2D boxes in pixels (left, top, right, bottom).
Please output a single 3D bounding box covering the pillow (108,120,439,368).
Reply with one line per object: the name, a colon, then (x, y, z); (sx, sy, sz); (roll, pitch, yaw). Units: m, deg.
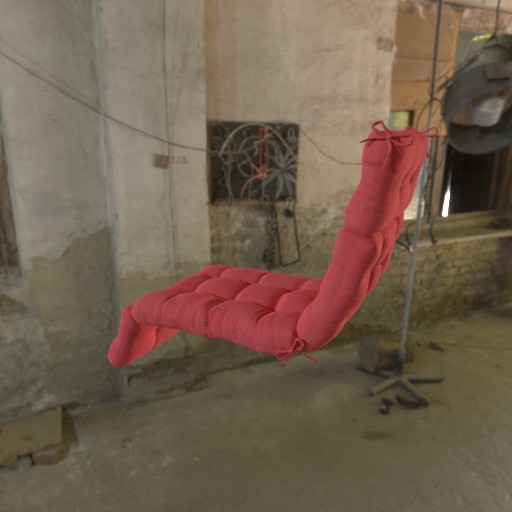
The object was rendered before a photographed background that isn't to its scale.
pillow: (0.000, 0.000, 1.493); (1.016, 0.863, 0.526); (8, 18, 26)
